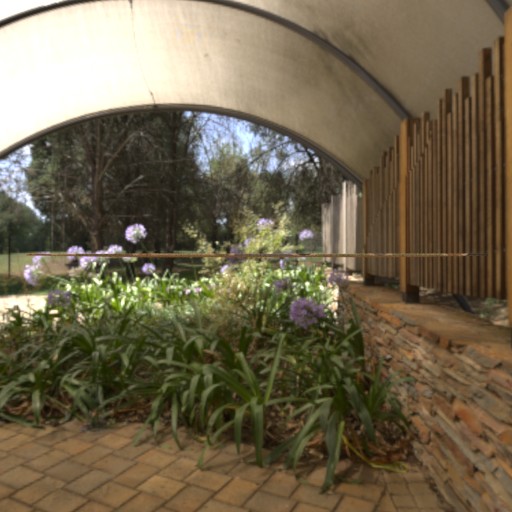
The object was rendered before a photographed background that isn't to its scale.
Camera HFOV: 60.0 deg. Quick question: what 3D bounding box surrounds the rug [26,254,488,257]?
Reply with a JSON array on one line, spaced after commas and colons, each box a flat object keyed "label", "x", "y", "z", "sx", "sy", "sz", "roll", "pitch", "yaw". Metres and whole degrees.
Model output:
[{"label": "rug", "x": 0.000, "y": 0.000, "z": 4.262, "sx": 3.200, "sy": 0.013, "sz": 2.439, "roll": 0, "pitch": 0, "yaw": -1}]
